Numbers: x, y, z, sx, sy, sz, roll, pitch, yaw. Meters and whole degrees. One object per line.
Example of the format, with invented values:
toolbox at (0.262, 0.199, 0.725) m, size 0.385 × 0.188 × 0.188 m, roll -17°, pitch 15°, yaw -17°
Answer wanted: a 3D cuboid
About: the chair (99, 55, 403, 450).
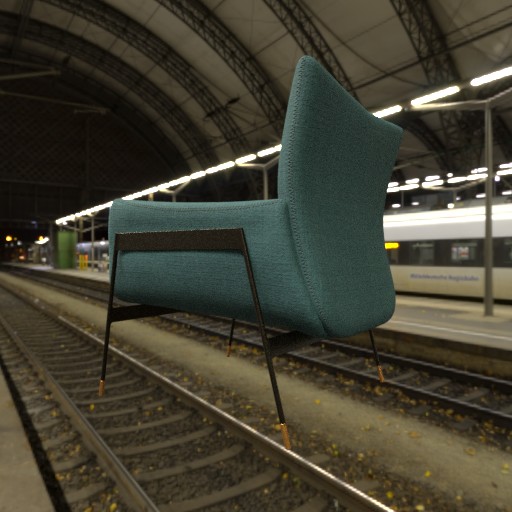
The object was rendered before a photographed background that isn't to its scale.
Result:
chair at (0.000, 0.000, 1.414) m, size 0.769 × 0.859 × 0.678 m, roll 0°, pitch 0°, yaw 35°
